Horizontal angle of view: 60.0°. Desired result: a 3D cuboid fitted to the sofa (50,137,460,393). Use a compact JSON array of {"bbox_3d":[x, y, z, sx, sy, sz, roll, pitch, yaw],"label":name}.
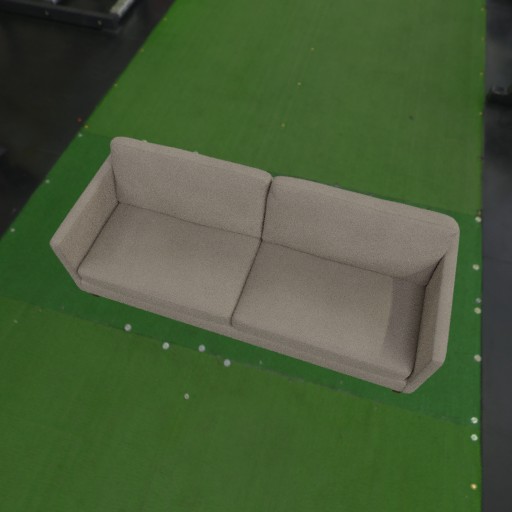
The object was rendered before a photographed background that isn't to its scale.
[{"bbox_3d":[0.000,0.000,2.943,2.404,0.912,0.988,16,59,10],"label":"sofa"}]
